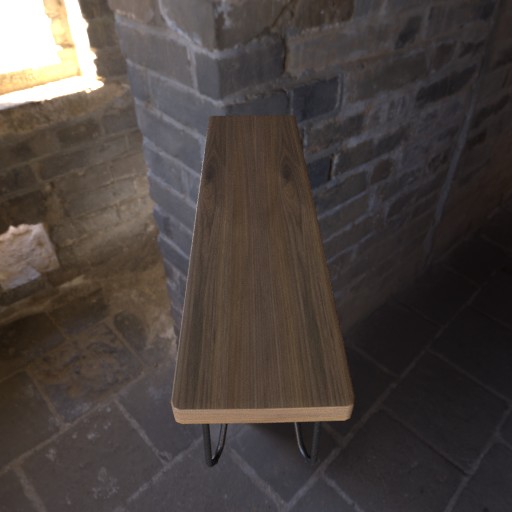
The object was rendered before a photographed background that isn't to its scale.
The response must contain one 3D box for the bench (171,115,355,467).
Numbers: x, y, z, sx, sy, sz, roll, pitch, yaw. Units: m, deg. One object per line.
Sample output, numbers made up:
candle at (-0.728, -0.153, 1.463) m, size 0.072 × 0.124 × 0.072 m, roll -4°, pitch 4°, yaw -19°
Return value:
bench at (0.000, 0.000, 1.739) m, size 0.425 × 0.462 × 1.570 m, roll -1°, pitch 41°, yaw -1°
